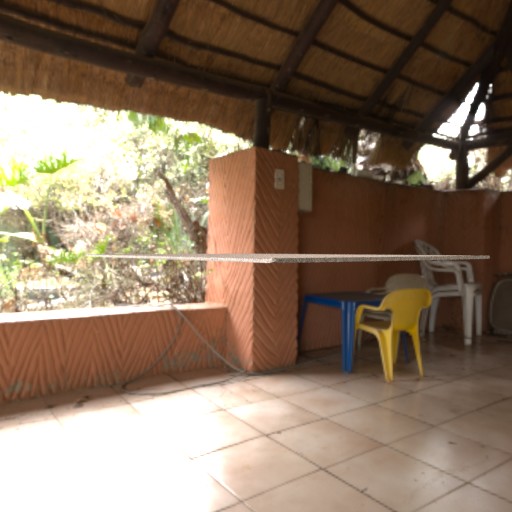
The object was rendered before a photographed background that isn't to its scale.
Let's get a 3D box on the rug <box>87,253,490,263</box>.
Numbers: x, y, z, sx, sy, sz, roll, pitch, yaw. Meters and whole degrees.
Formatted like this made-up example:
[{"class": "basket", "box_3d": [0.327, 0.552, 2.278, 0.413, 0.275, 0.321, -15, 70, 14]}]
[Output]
[{"class": "rug", "box_3d": [0.000, 0.000, 2.320, 1.224, 0.016, 1.832, 0, 1, -36]}]
